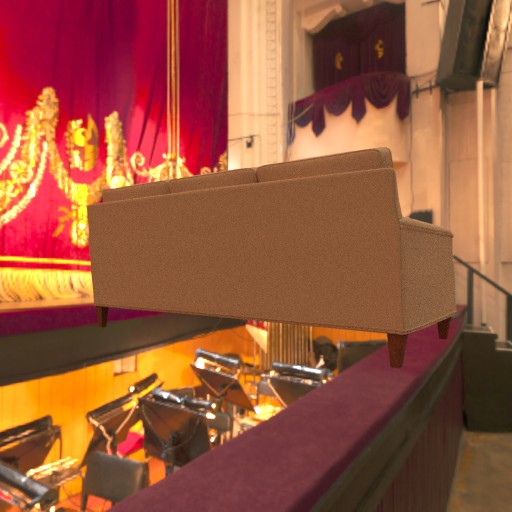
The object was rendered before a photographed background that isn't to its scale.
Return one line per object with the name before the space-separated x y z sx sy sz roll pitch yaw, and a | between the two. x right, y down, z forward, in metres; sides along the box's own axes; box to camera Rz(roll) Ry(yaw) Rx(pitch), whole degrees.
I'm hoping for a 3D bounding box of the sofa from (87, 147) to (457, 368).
sofa | 0.000 0.000 2.897 2.246 1.003 1.084 -1 -1 35
